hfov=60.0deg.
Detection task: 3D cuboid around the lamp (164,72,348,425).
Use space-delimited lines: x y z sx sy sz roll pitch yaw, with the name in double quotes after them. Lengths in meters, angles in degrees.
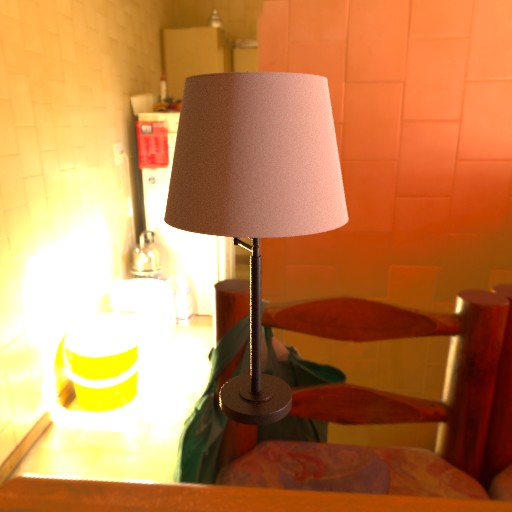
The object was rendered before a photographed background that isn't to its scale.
0.000 0.000 0.912 0.363 0.696 0.363 0 16 0 "lamp"
